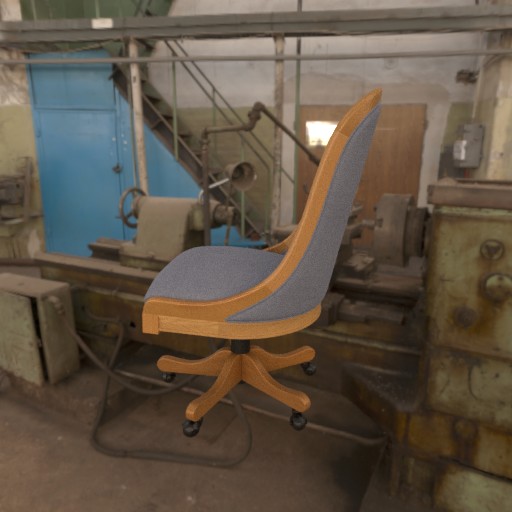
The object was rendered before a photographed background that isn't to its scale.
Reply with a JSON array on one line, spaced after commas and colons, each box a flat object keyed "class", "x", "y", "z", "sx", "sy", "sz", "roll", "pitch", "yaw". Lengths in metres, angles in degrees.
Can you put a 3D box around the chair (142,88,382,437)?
[{"class": "chair", "x": 0.000, "y": 0.000, "z": 1.481, "sx": 0.735, "sy": 1.031, "sz": 0.605, "roll": 3, "pitch": 15, "yaw": 9}]
